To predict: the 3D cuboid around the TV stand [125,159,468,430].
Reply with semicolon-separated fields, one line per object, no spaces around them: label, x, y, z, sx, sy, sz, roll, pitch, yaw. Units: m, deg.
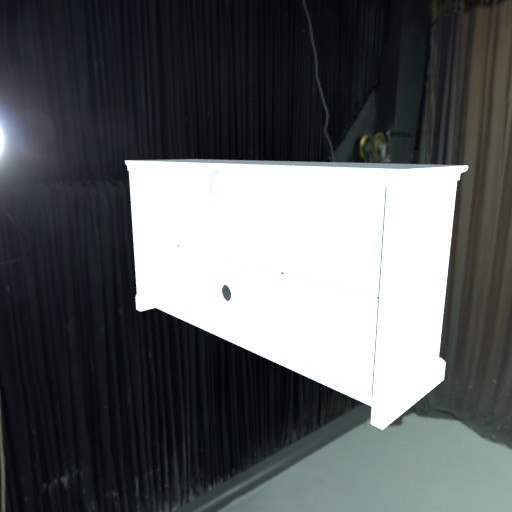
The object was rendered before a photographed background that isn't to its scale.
TV stand;0.000;0.000;1.512;0.424;0.624;1.187;-13;18;-43
